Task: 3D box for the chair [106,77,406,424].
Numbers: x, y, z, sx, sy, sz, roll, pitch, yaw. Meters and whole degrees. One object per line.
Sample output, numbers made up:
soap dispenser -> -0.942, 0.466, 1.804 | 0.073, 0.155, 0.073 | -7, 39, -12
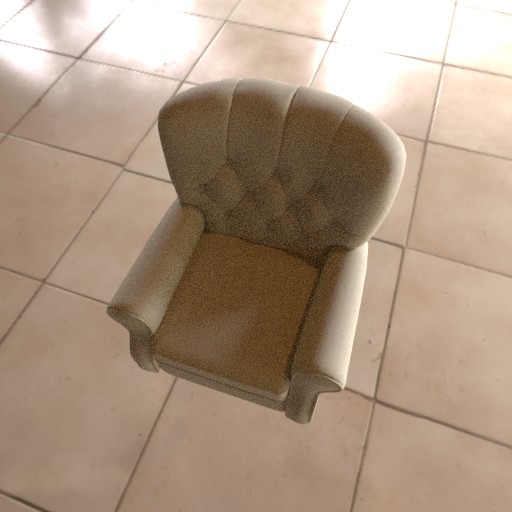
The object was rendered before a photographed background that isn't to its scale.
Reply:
chair -> 0.000, 0.000, 2.044 | 1.035, 1.169, 1.132 | 16, 59, 10
